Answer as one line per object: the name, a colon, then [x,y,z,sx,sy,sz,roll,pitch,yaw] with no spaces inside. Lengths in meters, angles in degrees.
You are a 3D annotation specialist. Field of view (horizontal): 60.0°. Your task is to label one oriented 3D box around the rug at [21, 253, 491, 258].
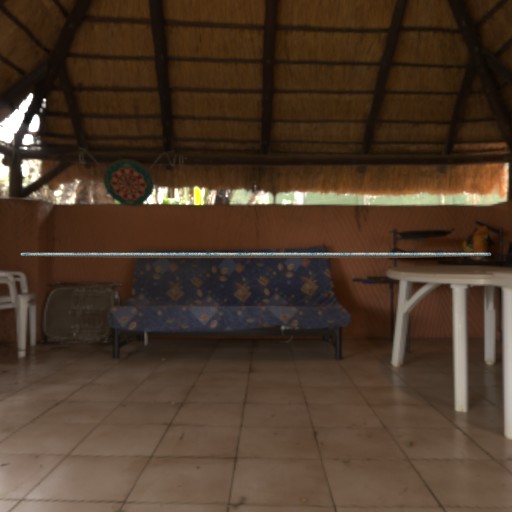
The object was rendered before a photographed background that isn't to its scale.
rug: [0.000,0.000,3.053,2.438,0.015,1.524,0,-1,0]
